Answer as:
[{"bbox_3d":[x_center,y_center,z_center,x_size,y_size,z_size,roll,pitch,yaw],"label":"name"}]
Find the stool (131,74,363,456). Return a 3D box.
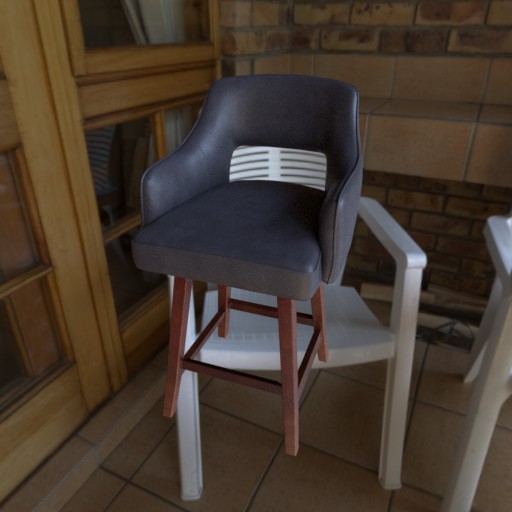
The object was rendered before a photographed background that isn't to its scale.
[{"bbox_3d":[0.000,0.000,1.291,0.550,0.936,0.560,10,29,18],"label":"stool"}]
